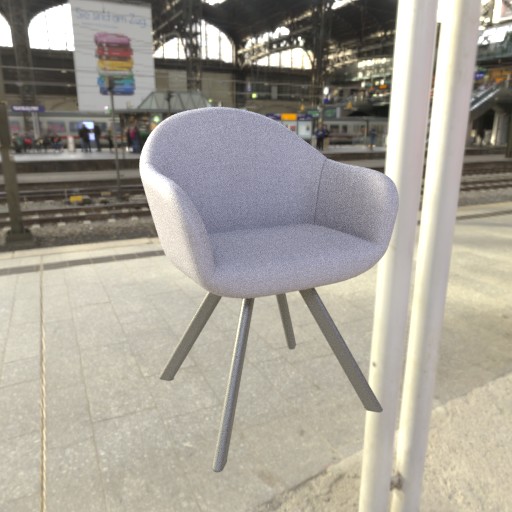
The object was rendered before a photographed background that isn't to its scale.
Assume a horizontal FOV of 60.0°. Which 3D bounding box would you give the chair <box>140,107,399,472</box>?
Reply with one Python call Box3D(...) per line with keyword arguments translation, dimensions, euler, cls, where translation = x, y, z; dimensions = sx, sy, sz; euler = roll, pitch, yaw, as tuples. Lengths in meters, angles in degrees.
Box3D(translation=(0.000, 0.000, 1.212), dimensions=(0.590, 0.795, 0.550), euler=(-8, 17, -27), cls="chair")
